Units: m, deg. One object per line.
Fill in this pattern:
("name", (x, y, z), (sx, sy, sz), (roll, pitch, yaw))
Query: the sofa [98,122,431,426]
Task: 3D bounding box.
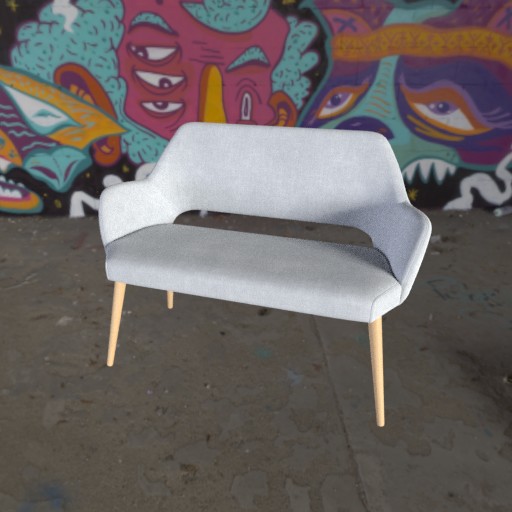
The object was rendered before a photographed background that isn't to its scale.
("sofa", (0.000, 0.000, 1.637), (1.150, 0.840, 0.610), (8, 27, 15))
